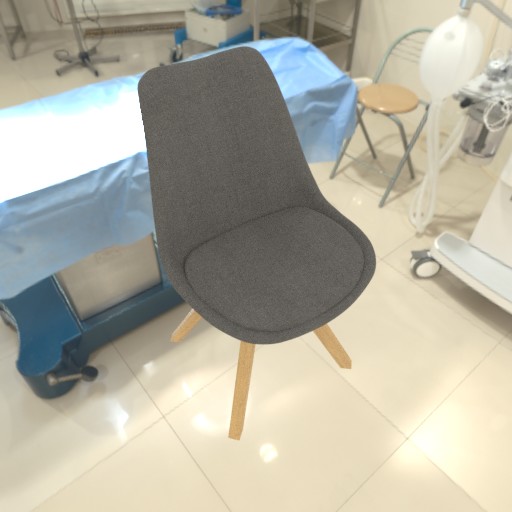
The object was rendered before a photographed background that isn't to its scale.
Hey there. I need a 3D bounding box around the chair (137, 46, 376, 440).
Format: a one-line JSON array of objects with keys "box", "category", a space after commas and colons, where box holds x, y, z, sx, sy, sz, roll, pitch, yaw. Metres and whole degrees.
[{"box": [0.000, 0.000, 1.158, 0.485, 0.850, 0.550, -25, 51, -22], "category": "chair"}]
